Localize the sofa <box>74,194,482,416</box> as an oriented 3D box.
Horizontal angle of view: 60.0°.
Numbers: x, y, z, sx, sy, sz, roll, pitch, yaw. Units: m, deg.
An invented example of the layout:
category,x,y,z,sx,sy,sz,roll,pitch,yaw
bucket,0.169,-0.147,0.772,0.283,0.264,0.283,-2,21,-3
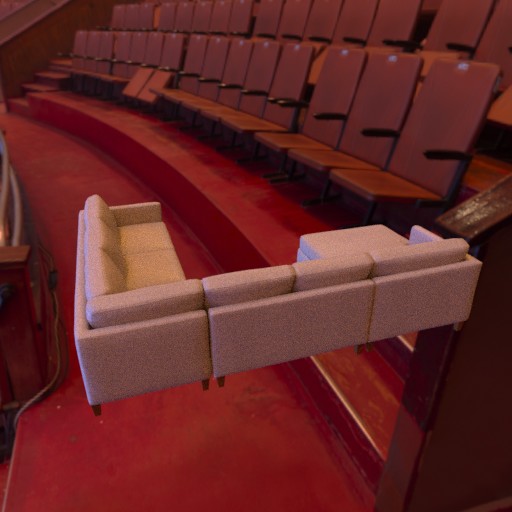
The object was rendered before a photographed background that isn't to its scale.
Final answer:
category,x,y,z,sx,sy,sz,roll,pitch,yaw
sofa,0.000,0.000,4.640,3.460,0.961,2.594,-9,28,-17
